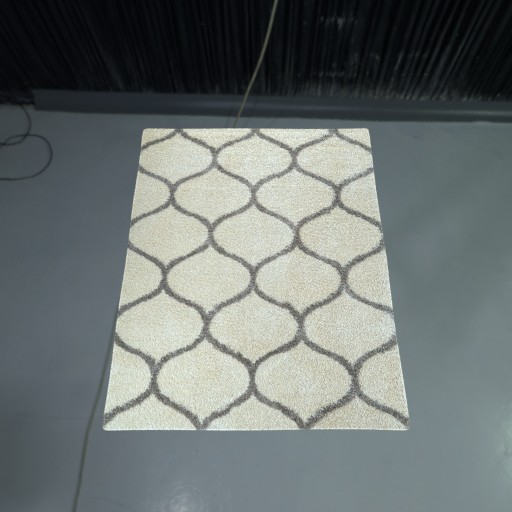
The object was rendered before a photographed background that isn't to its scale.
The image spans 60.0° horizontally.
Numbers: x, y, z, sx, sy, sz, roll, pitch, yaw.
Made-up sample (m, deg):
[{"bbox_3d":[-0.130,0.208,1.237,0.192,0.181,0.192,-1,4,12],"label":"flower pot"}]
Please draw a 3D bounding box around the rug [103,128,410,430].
[{"bbox_3d":[0.000,0.000,4.087,2.399,0.026,3.000,0,65,0],"label":"rug"}]
